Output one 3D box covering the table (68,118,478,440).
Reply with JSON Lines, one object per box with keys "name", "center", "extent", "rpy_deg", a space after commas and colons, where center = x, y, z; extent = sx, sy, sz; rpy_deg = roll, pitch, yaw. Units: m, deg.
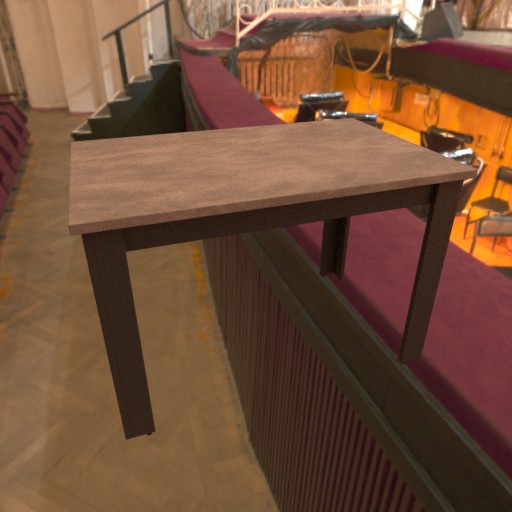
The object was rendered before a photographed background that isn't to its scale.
{"name": "table", "center": [0.000, 0.000, 1.574], "extent": [1.100, 0.734, 0.700], "rpy_deg": [-10, 31, -17]}
